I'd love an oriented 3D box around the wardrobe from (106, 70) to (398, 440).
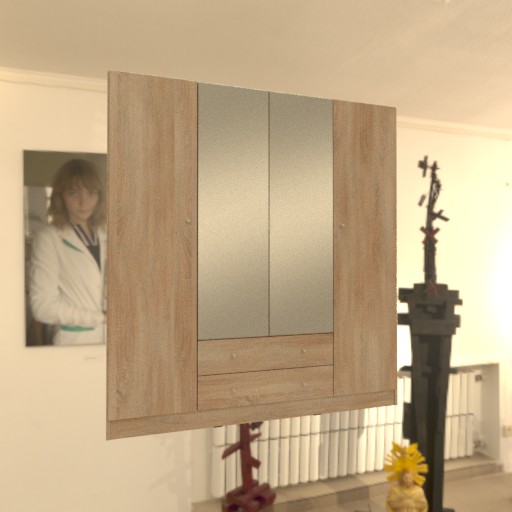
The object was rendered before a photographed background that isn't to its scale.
[{"bbox_3d":[0.000,0.000,3.130,1.998,2.159,0.598,0,-1,-19],"label":"wardrobe"}]
